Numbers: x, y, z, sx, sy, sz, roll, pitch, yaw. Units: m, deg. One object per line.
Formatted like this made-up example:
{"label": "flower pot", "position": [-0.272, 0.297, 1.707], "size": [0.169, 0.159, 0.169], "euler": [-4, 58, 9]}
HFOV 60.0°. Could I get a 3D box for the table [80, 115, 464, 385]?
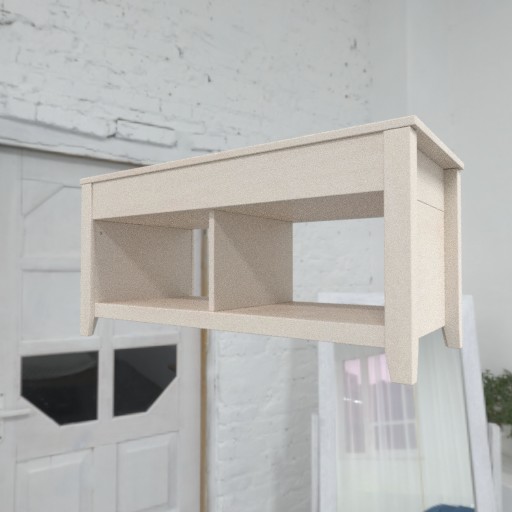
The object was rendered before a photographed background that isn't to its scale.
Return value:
{"label": "table", "position": [0.000, 0.000, 1.265], "size": [1.016, 0.483, 0.457], "euler": [-1, -2, 35]}
